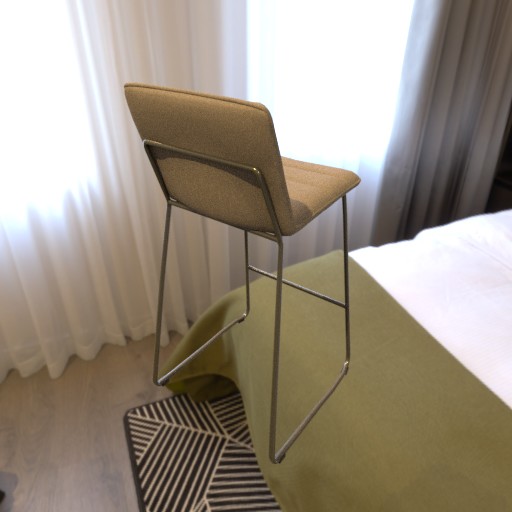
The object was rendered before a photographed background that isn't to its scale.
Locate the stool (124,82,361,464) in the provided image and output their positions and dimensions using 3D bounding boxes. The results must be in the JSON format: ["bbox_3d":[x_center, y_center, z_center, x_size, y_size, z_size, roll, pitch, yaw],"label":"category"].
[{"bbox_3d":[0.000,0.000,1.253,0.490,0.960,0.490,21,37,31],"label":"stool"}]
